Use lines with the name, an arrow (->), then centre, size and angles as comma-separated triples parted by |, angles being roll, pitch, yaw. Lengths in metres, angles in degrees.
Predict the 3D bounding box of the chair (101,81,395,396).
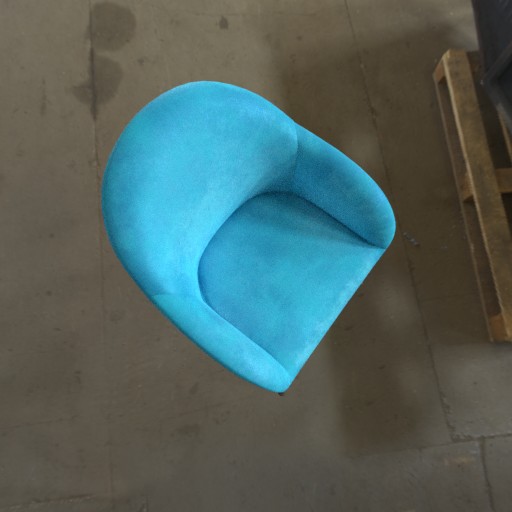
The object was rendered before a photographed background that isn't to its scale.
chair -> 0.000, 0.000, 1.183 | 0.590, 0.795, 0.550 | 36, 77, 9
